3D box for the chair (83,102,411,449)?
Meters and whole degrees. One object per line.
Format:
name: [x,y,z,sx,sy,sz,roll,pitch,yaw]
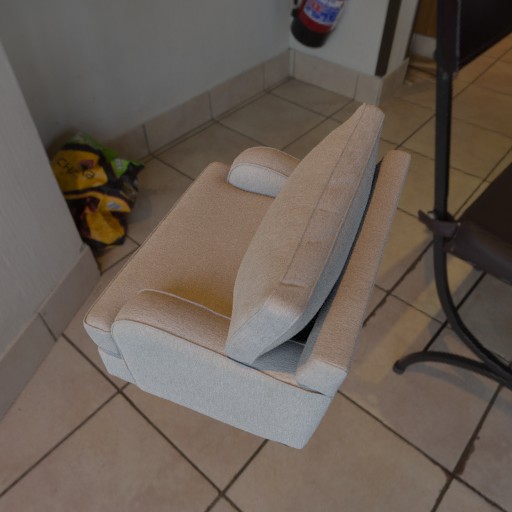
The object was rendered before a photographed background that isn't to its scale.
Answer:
chair: [0.000,0.000,1.972,1.041,1.016,1.220,17,49,15]
